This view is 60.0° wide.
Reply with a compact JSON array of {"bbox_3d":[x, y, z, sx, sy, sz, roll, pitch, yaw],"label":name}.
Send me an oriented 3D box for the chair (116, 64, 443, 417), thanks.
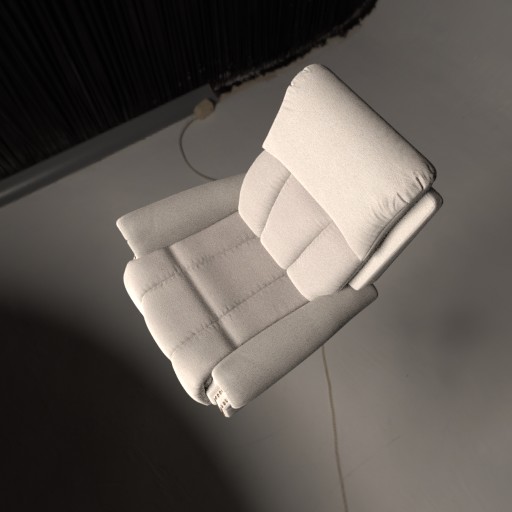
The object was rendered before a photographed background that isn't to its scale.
[{"bbox_3d":[0.000,0.000,1.719,0.979,1.031,0.871,-32,67,-15],"label":"chair"}]
